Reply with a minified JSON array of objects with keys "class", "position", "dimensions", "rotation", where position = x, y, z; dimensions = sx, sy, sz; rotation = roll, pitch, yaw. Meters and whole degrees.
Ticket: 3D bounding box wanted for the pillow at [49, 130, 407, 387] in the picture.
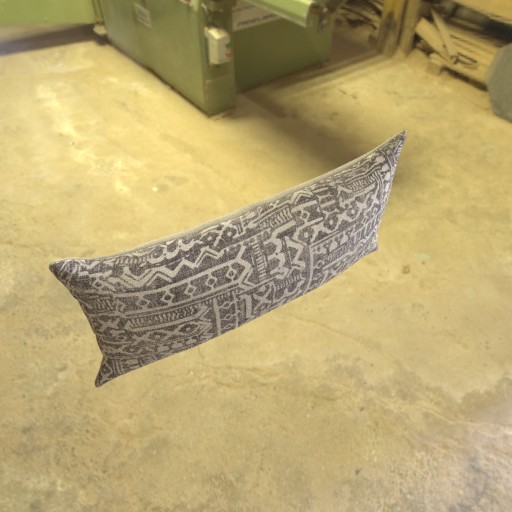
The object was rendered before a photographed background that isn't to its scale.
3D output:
[{"class":"pillow","position":[0.000,0.000,0.756],"dimensions":[0.631,0.290,0.148],"rotation":[-24,50,-22]}]
